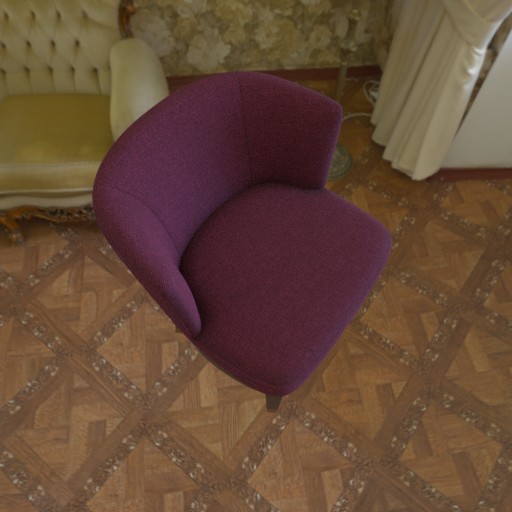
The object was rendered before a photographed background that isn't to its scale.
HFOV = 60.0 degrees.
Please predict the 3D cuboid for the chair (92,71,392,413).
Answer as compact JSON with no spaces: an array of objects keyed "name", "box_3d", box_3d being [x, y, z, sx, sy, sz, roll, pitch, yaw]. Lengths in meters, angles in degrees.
[{"name":"chair","box_3d":[0.000,0.000,1.308,0.660,0.760,0.700,32,63,19]}]
